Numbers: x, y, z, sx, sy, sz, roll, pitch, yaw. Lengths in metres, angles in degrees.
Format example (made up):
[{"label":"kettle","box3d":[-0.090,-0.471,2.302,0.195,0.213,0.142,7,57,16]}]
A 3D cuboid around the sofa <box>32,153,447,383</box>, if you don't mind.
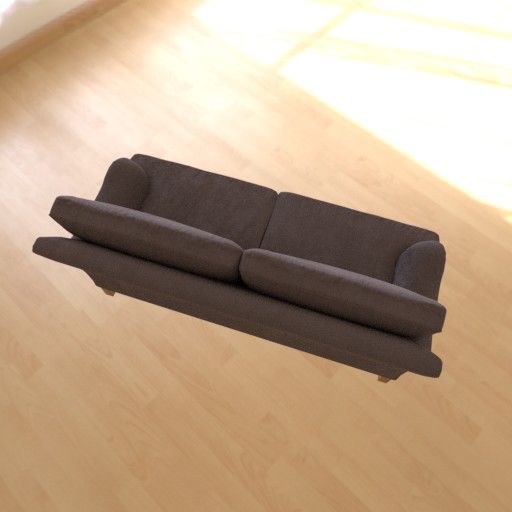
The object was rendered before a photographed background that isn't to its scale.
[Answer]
[{"label":"sofa","box3d":[0.000,0.000,2.744,2.165,1.087,1.086,16,64,8]}]
